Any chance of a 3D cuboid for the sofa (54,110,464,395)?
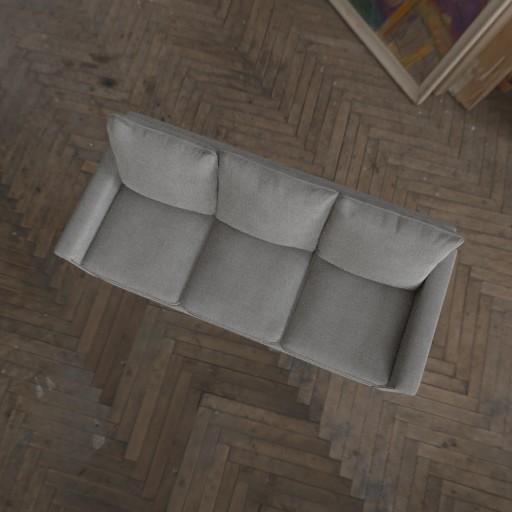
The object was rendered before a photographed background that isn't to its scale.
[{"bbox_3d":[0.000,0.000,2.394,1.925,0.959,0.828,21,76,5],"label":"sofa"}]
